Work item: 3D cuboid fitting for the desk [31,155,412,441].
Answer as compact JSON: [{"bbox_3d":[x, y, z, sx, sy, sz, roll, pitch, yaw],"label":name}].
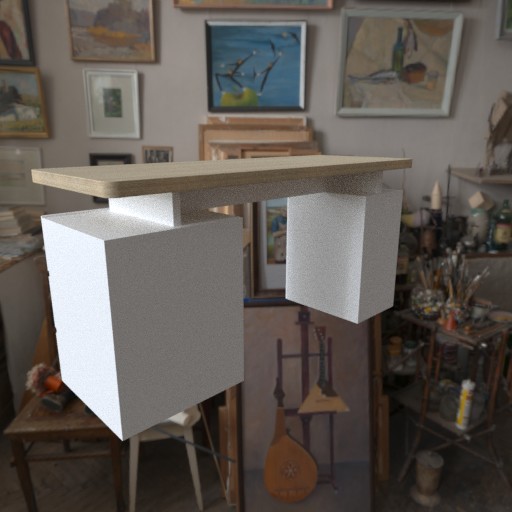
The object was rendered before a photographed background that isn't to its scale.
[{"bbox_3d":[0.000,0.000,1.836,1.500,0.755,0.550,-14,21,-42],"label":"desk"}]
